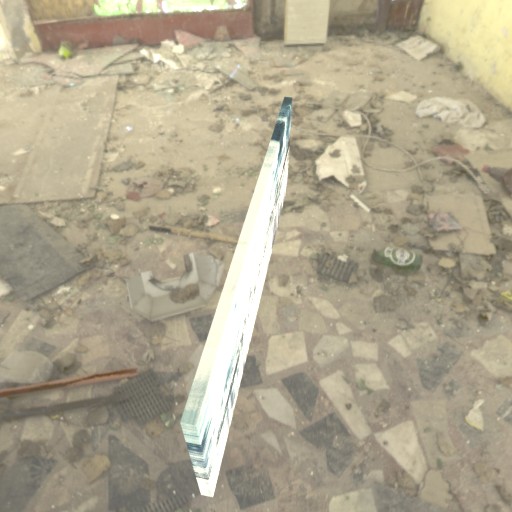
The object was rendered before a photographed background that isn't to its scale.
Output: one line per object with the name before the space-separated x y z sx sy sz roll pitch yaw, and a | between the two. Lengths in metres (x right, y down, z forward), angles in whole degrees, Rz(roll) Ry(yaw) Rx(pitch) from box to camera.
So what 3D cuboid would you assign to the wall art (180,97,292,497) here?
wall art | 0.000 0.000 1.656 0.037 0.509 1.524 8 47 8
